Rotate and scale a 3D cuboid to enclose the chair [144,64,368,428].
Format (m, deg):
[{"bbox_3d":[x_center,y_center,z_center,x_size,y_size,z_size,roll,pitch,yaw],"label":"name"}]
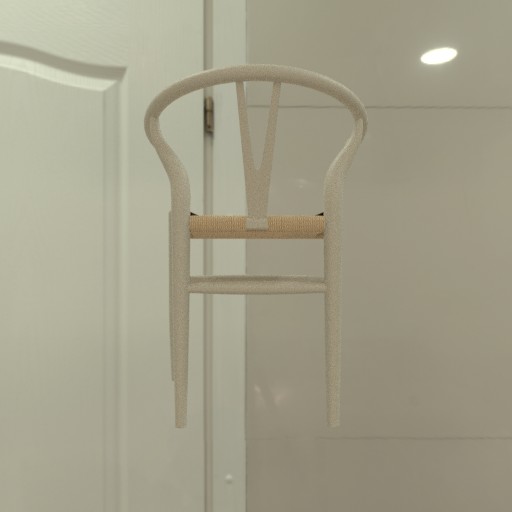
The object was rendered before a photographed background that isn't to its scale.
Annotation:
[{"bbox_3d":[0.000,0.000,1.089,0.533,0.736,0.500,0,0,-1],"label":"chair"}]
